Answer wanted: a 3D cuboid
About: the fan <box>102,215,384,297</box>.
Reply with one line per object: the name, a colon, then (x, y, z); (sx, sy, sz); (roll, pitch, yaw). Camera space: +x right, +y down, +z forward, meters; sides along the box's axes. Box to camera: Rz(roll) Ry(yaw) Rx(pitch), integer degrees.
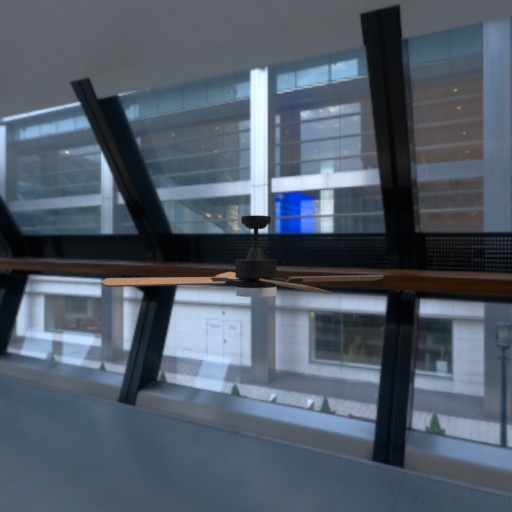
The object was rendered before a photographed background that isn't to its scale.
fan: (0.000, 0.000, 2.007); (1.320, 0.355, 1.320); (0, 0, -18)
